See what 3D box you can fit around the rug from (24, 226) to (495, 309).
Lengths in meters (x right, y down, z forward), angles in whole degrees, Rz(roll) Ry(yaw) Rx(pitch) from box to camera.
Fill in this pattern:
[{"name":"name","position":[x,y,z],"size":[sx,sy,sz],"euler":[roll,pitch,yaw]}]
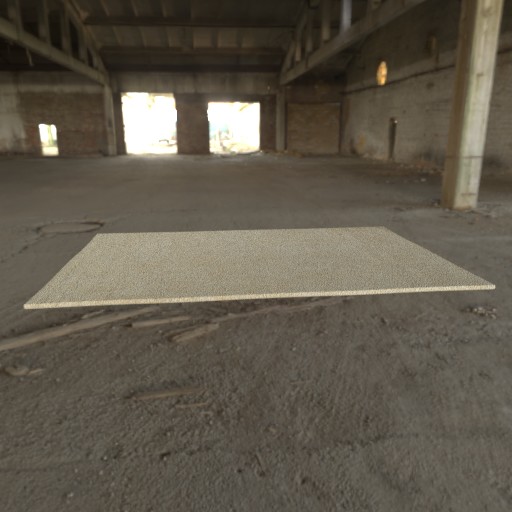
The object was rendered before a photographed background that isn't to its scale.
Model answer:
[{"name":"rug","position":[0.000,0.000,2.906],"size":[2.346,0.025,1.500],"euler":[-2,16,-6]}]
